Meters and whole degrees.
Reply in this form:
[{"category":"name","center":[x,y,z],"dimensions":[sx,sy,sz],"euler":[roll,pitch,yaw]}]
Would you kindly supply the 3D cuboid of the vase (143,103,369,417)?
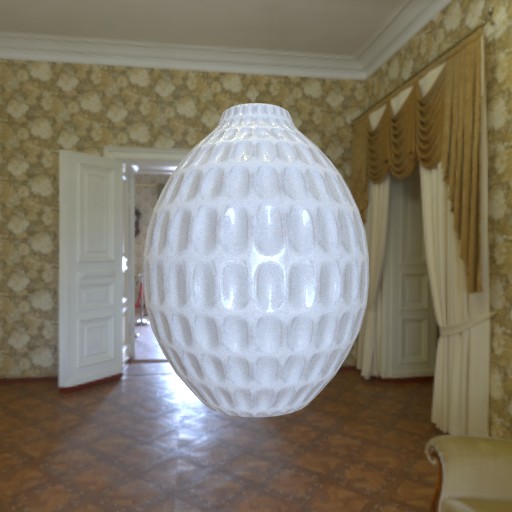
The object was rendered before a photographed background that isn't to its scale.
[{"category":"vase","center":[0.000,0.000,0.259],"dimensions":[0.128,0.167,0.128],"euler":[0,0,0]}]
